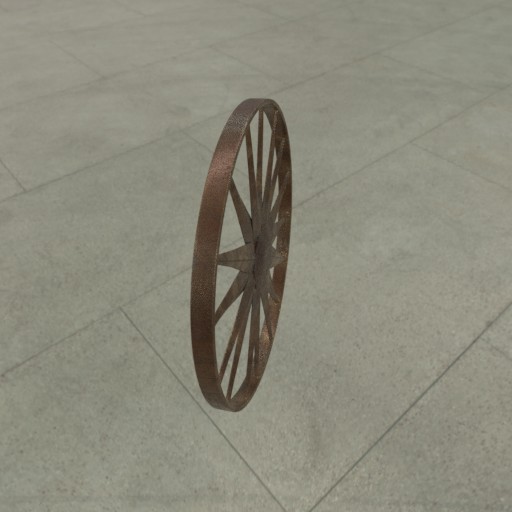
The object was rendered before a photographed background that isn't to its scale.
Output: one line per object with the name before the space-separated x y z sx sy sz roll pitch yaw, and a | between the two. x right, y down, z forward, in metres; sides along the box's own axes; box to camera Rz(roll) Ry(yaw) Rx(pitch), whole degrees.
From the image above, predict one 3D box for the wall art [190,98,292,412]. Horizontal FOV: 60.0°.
wall art | 0.000 0.000 0.868 0.084 0.583 0.582 10 46 10
